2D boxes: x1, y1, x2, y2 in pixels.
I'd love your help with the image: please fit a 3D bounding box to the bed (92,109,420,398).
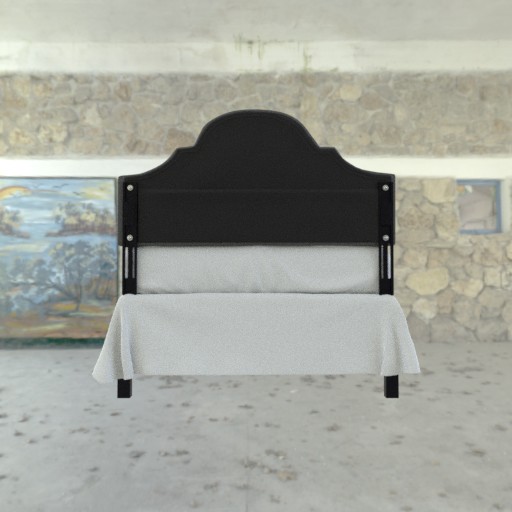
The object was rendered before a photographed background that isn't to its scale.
[{"bbox_3d":[0.000,0.000,3.469,1.780,1.634,2.222,0,-1,0],"label":"bed"}]
